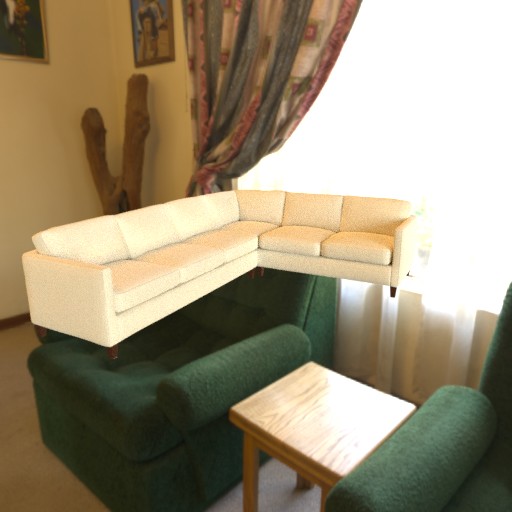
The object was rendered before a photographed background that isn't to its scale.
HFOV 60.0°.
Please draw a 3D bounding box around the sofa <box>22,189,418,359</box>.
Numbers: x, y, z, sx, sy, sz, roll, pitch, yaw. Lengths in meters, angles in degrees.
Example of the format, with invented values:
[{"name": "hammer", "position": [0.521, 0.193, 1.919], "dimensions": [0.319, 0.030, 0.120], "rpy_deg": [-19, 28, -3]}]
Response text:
[{"name": "sofa", "position": [0.000, 0.000, 4.397], "dimensions": [2.593, 0.947, 3.302], "rpy_deg": [8, 17, 27]}]
